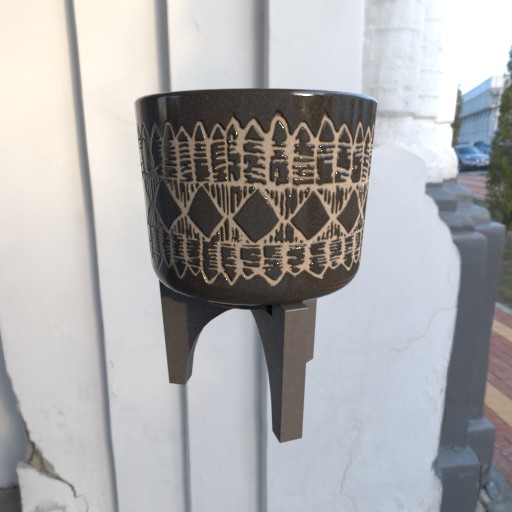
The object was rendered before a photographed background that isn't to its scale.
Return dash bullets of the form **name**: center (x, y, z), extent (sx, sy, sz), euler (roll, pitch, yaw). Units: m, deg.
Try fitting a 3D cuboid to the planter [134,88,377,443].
- **planter**: center (0.000, 0.000, 0.401), extent (0.196, 0.264, 0.196), euler (3, 15, 11)
